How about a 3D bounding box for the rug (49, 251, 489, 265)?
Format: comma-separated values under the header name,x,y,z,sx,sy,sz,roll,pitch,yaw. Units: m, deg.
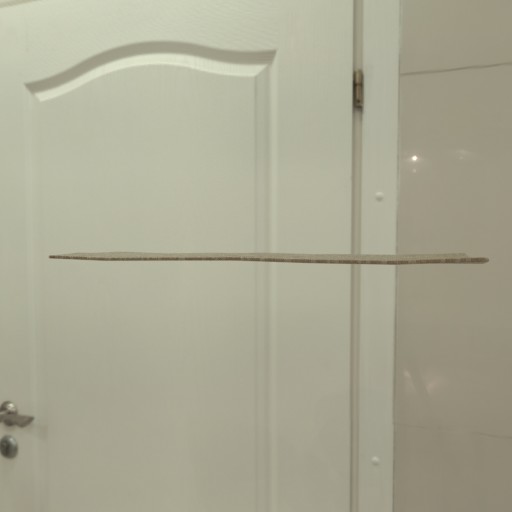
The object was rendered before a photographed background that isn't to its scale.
name,x,y,z,sx,sy,sz,roll,pitch,yaw
rug,0.000,0.000,2.722,2.452,0.051,0.752,1,3,18
